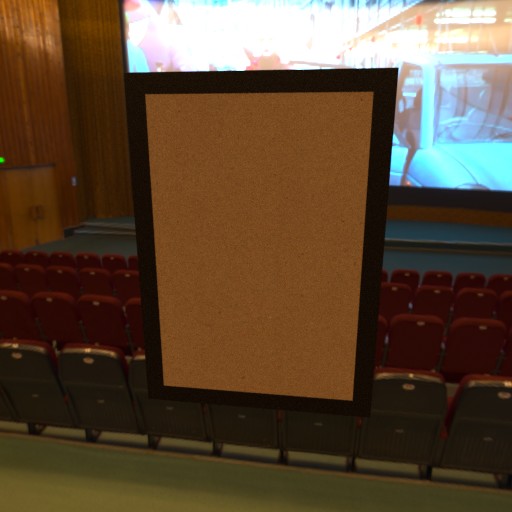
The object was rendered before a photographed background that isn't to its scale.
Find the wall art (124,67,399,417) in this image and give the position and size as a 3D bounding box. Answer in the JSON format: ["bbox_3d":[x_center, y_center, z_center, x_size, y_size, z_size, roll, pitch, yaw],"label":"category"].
[{"bbox_3d":[0.000,0.000,0.686,0.381,0.534,0.013,2,16,8],"label":"wall art"}]
